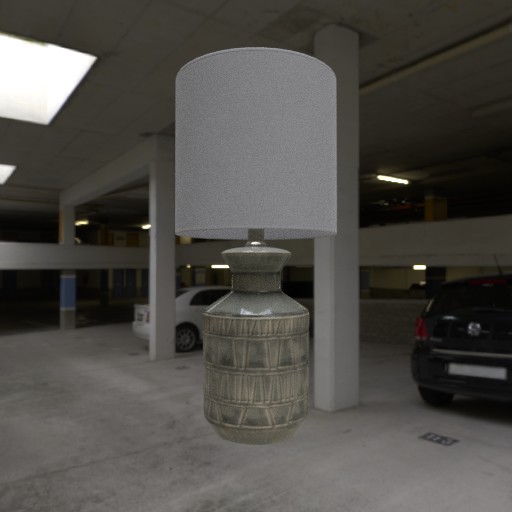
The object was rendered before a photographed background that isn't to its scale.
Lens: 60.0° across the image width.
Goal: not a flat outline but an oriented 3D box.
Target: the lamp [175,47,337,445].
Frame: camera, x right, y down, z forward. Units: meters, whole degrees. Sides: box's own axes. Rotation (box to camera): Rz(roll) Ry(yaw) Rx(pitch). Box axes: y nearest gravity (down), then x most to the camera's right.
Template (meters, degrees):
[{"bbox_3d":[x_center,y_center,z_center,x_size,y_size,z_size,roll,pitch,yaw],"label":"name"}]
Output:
[{"bbox_3d":[0.000,0.000,0.588,0.211,0.455,0.211,1,-1,-35],"label":"lamp"}]
